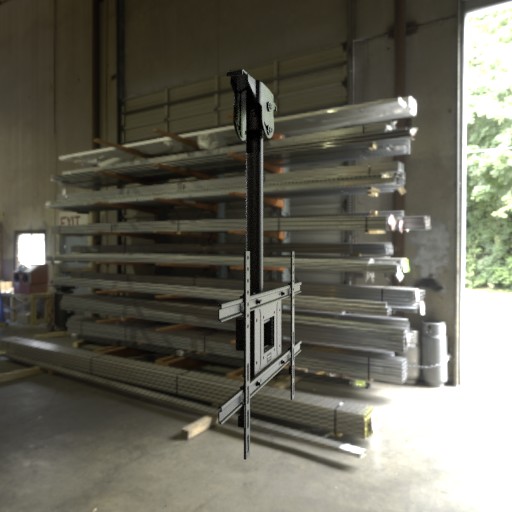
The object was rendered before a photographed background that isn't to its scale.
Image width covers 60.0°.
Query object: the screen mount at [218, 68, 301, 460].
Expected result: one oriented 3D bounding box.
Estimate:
[{"bbox_3d":[0.000,0.000,1.039,0.090,0.775,0.595,0,1,19],"label":"screen mount"}]
